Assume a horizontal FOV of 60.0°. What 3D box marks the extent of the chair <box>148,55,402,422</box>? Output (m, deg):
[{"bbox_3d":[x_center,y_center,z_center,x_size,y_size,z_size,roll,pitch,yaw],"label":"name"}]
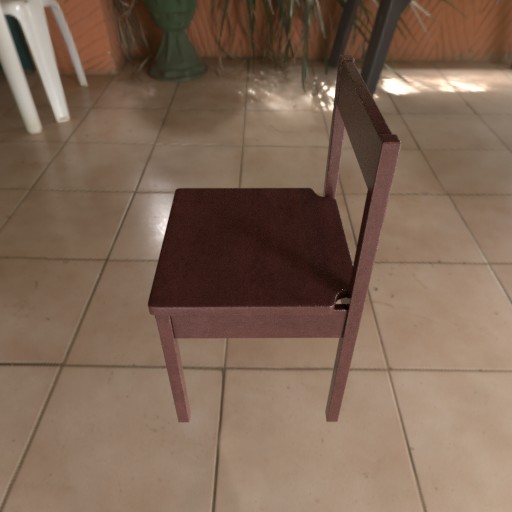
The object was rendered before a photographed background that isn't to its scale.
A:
[{"bbox_3d":[0.000,0.000,0.895,0.361,0.668,0.367,0,41,0],"label":"chair"}]
